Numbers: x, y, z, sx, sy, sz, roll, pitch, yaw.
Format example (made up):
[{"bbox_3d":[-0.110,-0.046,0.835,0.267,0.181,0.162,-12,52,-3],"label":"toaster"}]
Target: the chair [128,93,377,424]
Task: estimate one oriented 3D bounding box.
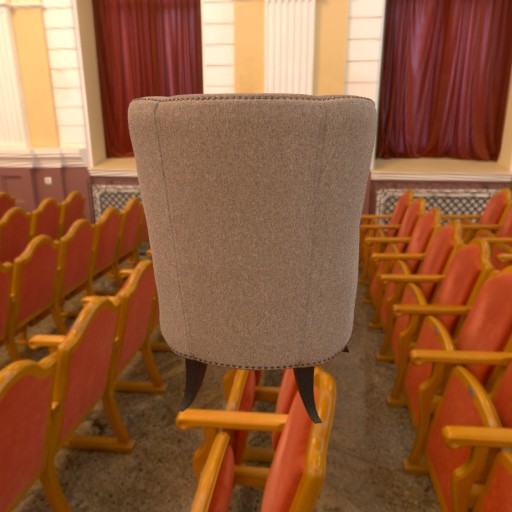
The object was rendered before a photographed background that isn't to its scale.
[{"bbox_3d":[0.000,0.000,1.596,0.759,1.060,0.758,2,16,8],"label":"chair"}]
